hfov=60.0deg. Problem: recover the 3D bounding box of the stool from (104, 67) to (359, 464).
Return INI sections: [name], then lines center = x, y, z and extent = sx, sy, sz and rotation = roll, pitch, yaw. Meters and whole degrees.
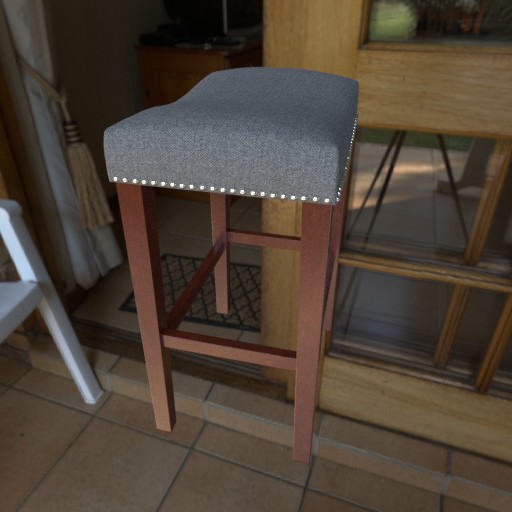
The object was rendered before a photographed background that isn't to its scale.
[stool]
center = 0.000, 0.000, 1.017
extent = 0.372, 0.742, 0.504
rotation = 8, 33, 12
